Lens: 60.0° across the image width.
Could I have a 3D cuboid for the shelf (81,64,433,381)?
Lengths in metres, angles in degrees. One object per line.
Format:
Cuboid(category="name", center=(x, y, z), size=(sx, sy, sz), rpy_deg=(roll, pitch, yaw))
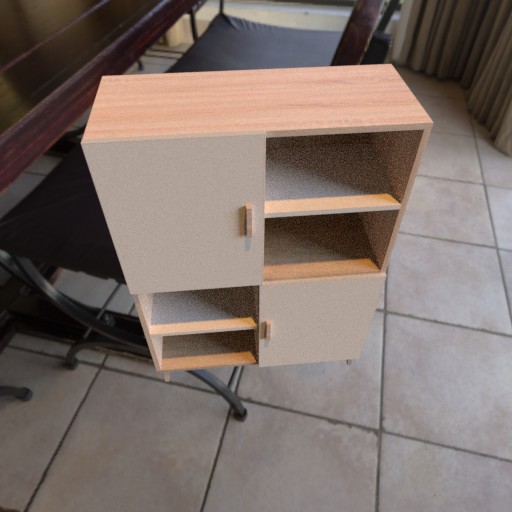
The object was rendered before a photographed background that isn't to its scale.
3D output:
Cuboid(category="shelf", center=(0.000, 0.000, 1.880), size=(0.995, 1.405, 0.434), rpy_deg=(-4, 47, -4))
